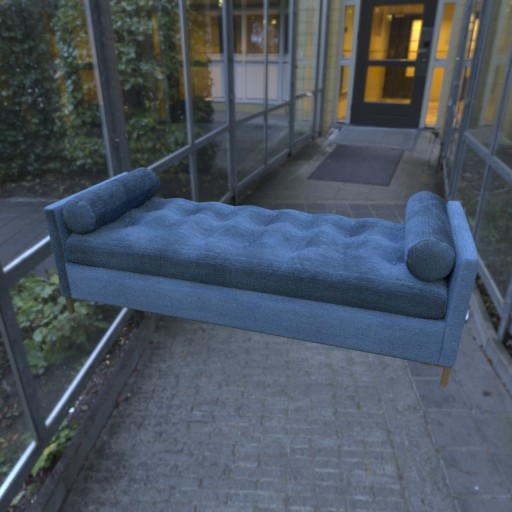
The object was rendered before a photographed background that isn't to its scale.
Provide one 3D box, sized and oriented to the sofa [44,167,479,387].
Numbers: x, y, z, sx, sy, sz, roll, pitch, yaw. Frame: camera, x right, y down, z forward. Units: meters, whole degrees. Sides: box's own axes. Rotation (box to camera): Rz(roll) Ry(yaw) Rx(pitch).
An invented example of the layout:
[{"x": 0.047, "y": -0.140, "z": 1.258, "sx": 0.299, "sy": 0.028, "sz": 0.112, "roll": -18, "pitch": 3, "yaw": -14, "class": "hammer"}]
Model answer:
[{"x": 0.000, "y": 0.000, "z": 2.466, "sx": 2.102, "sy": 0.705, "sz": 0.796, "roll": 8, "pitch": 26, "yaw": 16, "class": "sofa"}]
